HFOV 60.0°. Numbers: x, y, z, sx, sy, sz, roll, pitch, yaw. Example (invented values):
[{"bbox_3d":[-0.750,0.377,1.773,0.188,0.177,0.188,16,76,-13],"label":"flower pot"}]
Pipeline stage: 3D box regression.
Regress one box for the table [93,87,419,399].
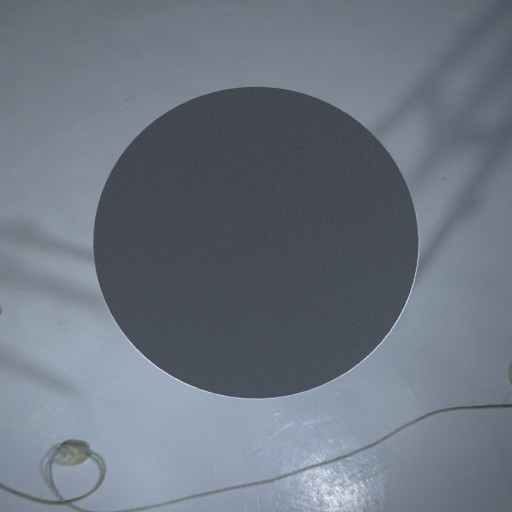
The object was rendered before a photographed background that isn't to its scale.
[{"bbox_3d":[0.000,0.000,1.014,0.600,0.405,0.600,0,76,0],"label":"table"}]
